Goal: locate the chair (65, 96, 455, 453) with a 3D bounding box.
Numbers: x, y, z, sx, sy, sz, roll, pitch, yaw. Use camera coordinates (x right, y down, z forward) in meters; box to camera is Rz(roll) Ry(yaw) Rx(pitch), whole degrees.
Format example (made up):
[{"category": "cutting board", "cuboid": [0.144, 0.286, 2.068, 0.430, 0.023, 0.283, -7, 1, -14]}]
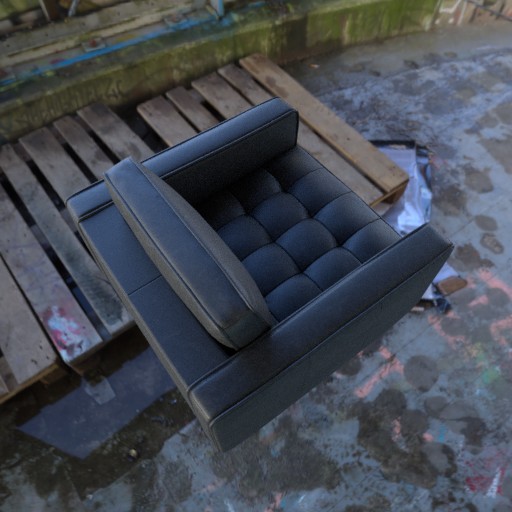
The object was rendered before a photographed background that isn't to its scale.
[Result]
[{"category": "chair", "cuboid": [0.000, 0.000, 1.547, 0.914, 0.763, 0.889, -32, 63, -19]}]
